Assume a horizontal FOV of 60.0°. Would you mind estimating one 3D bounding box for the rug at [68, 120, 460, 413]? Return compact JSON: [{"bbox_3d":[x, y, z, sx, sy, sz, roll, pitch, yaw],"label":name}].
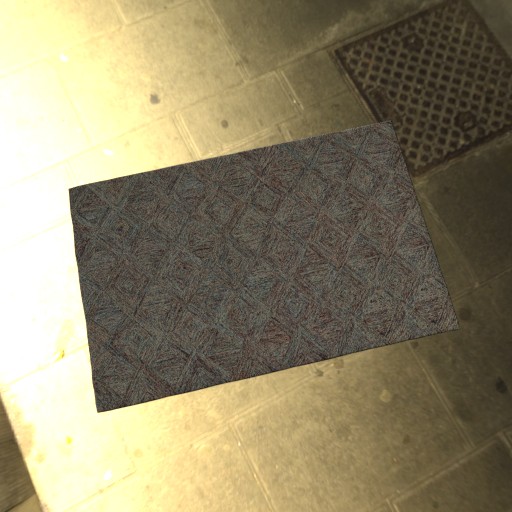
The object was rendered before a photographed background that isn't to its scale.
[{"bbox_3d":[0.000,0.000,2.211,1.761,0.014,1.143,-12,77,-3],"label":"rug"}]
